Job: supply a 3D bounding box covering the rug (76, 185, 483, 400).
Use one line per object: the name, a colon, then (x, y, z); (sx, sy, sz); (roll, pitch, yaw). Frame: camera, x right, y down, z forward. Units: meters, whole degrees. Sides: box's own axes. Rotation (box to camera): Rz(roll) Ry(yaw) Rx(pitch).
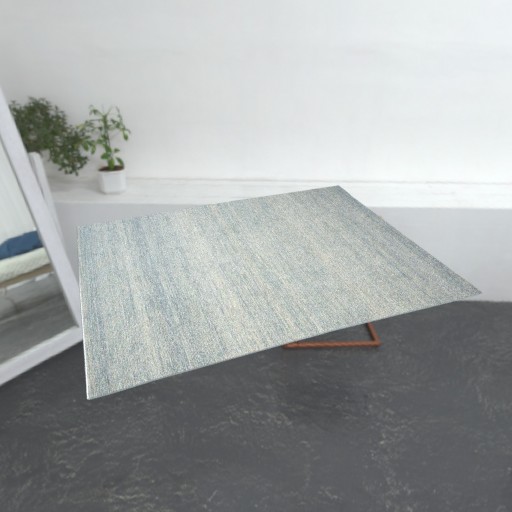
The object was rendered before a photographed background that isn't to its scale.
rug: (0.000, 0.000, 4.284); (3.237, 0.046, 2.461); (-11, 34, -17)
